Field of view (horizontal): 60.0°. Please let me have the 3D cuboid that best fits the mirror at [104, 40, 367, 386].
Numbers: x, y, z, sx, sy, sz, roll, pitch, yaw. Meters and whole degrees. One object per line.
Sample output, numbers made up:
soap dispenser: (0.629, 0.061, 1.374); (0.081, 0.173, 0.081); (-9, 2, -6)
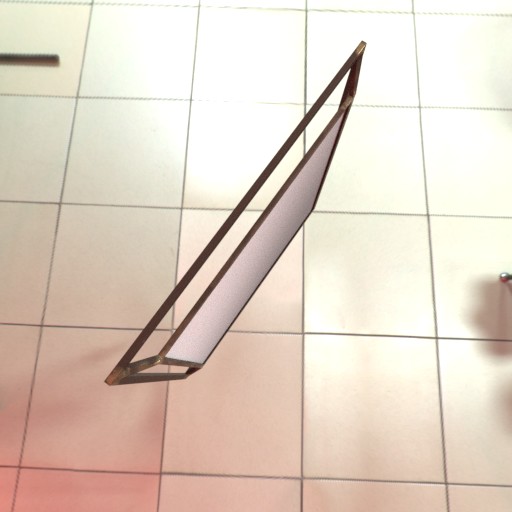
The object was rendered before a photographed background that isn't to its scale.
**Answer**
mirror: (0.000, 0.000, 0.904); (0.032, 0.610, 0.610); (34, 78, 8)
